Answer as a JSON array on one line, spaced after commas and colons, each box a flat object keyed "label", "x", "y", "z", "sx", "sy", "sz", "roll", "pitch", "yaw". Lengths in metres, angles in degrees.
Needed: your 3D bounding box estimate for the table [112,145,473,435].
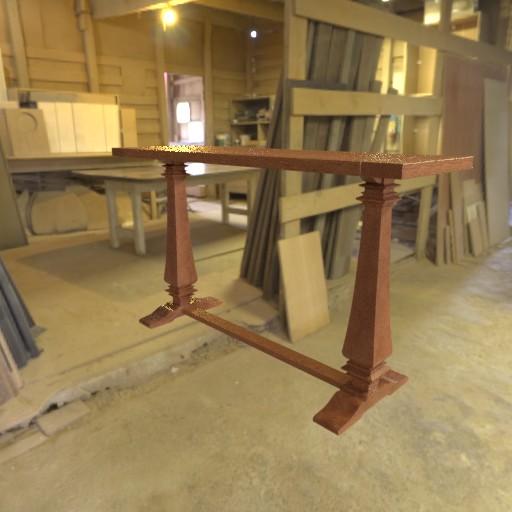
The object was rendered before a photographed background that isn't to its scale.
[{"label": "table", "x": 0.000, "y": 0.000, "z": 1.850, "sx": 0.461, "sy": 0.852, "sz": 1.478, "roll": -15, "pitch": 22, "yaw": -42}]
